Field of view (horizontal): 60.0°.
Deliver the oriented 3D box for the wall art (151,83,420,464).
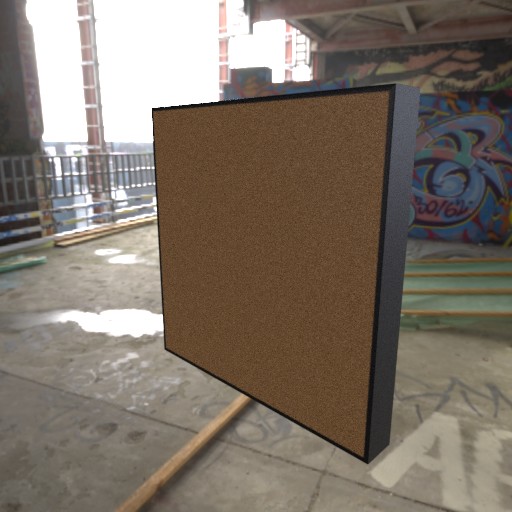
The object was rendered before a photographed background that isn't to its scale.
[{"bbox_3d":[0.000,0.000,0.454,0.304,0.303,0.037,14,20,43],"label":"wall art"}]
